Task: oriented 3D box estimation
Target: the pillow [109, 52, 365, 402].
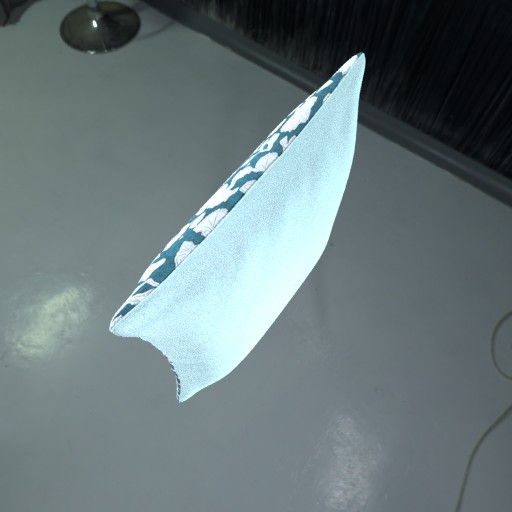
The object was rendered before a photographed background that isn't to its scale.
[{"bbox_3d":[0.000,0.000,0.780,0.166,0.508,0.525,33,68,15],"label":"pillow"}]
